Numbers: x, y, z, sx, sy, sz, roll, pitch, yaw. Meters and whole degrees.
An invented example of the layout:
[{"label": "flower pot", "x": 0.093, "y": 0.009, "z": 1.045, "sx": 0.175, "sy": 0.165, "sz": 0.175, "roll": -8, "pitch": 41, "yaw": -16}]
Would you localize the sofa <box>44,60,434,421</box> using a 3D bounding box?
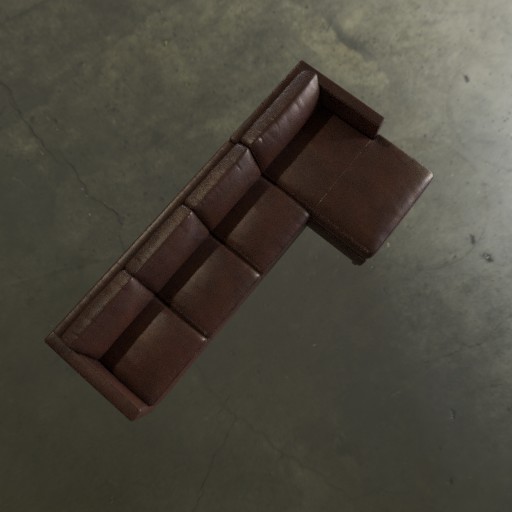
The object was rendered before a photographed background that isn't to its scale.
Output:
[{"label": "sofa", "x": 0.000, "y": 0.000, "z": 3.835, "sx": 1.581, "sy": 0.883, "sz": 3.203, "roll": 39, "pitch": 80, "yaw": 8}]
